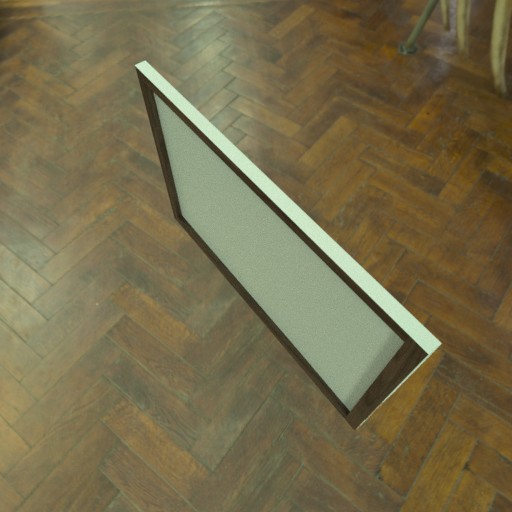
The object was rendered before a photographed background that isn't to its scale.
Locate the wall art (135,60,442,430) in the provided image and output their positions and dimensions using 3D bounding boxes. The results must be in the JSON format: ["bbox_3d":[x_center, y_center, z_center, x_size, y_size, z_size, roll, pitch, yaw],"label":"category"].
[{"bbox_3d":[0.000,0.000,1.898,0.051,1.016,1.520,-33,64,-19],"label":"wall art"}]
